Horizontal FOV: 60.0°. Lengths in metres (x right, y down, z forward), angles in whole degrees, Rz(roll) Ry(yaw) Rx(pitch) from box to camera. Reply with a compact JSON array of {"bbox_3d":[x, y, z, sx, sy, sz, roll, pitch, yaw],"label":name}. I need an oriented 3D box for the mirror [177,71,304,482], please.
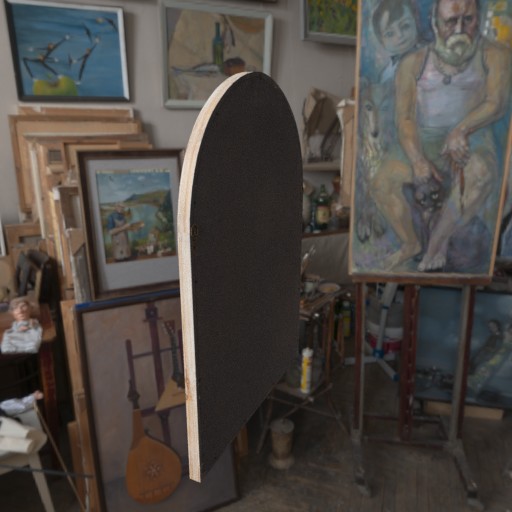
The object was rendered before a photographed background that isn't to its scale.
[{"bbox_3d":[0.000,0.000,1.193,0.032,0.920,0.660,8,18,24],"label":"mirror"}]
